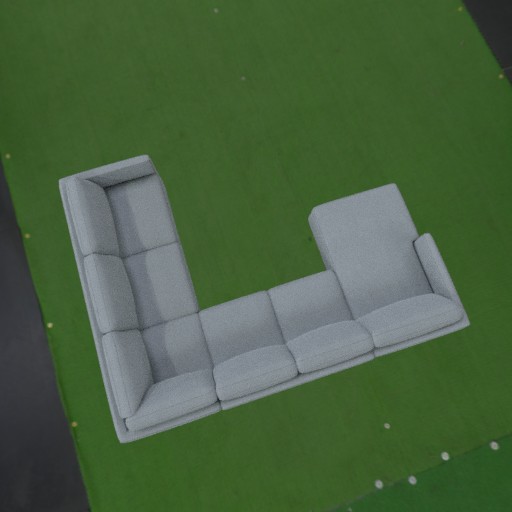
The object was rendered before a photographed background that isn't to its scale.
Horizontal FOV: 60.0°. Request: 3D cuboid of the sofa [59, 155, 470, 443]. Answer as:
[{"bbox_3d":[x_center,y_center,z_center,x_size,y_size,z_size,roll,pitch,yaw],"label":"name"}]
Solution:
[{"bbox_3d":[0.000,0.000,4.360,3.238,0.853,2.551,-17,76,-4],"label":"sofa"}]
